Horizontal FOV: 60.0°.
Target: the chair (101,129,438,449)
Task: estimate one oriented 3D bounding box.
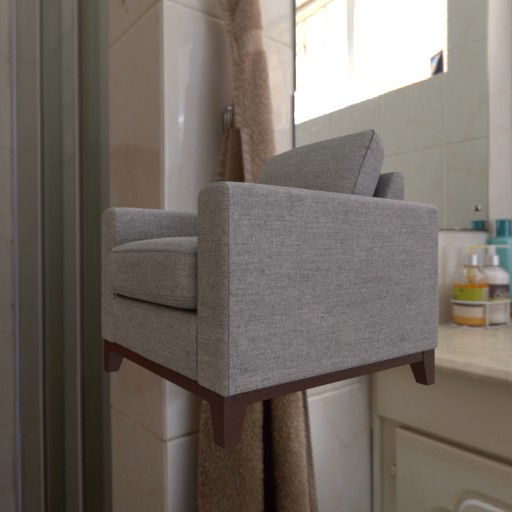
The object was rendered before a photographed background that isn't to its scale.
[{"bbox_3d":[0.000,0.000,1.837,1.038,1.010,1.024,0,1,-37],"label":"chair"}]
